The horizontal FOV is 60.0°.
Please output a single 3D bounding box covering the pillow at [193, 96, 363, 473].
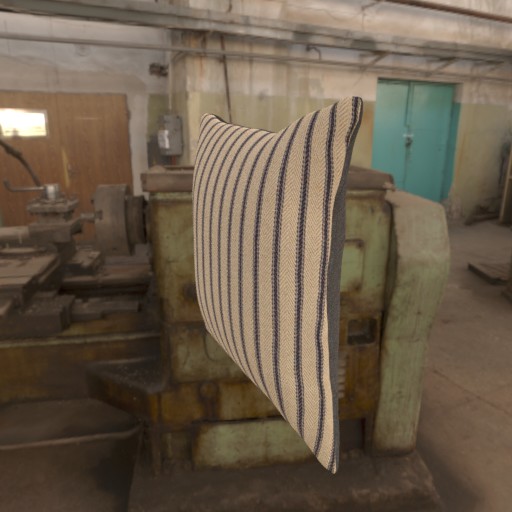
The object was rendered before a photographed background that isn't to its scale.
[{"bbox_3d":[0.000,0.000,0.693,0.138,0.444,0.468,-8,18,-25],"label":"pillow"}]
